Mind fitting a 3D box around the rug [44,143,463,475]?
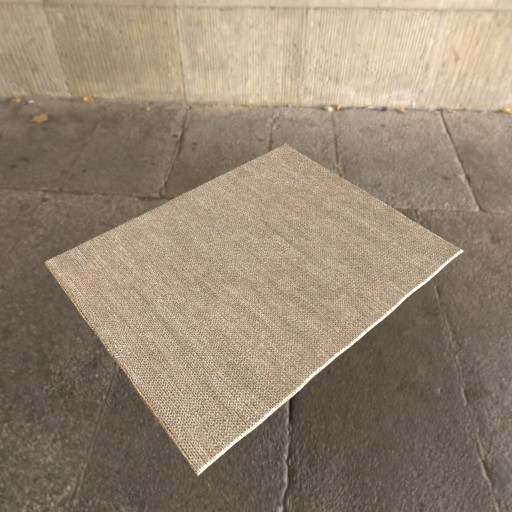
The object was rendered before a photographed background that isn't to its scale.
[{"bbox_3d":[0.000,0.000,4.106,3.052,0.030,2.429,-32,54,-27],"label":"rug"}]
